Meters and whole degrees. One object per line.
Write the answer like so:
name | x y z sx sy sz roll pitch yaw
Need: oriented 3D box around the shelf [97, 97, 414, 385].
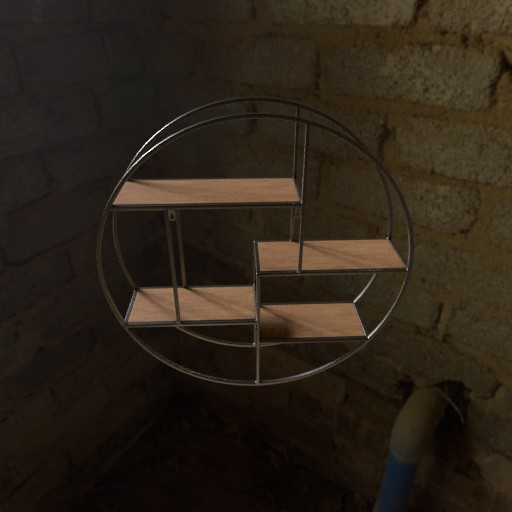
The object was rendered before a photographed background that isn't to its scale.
shelf | 0.000 0.000 1.344 0.888 0.888 0.202 -1 30 -2
